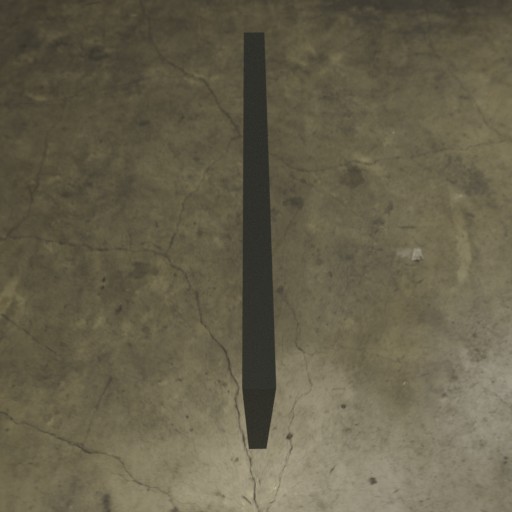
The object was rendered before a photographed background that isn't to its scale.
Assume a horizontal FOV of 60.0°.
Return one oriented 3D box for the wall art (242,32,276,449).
[{"bbox_3d":[0.000,0.000,0.550,0.024,0.329,0.404,-1,60,0],"label":"wall art"}]
